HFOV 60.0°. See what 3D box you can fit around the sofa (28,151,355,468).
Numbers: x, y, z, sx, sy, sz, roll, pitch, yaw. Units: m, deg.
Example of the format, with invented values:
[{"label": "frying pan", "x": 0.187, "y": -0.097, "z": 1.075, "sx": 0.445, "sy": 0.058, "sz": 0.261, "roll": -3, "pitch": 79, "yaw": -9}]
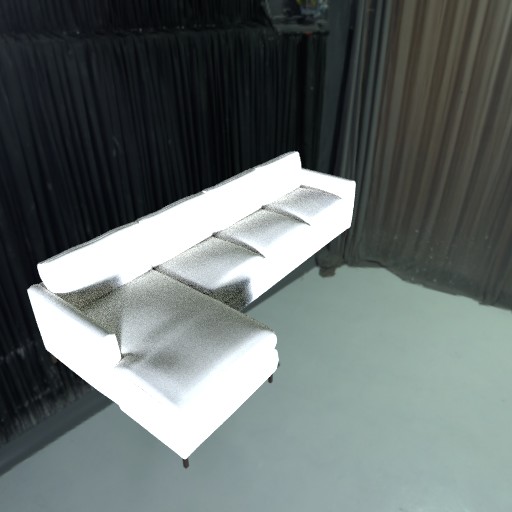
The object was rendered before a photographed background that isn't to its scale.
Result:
[{"label": "sofa", "x": 0.000, "y": 0.000, "z": 3.728, "sx": 1.467, "sy": 0.875, "sz": 3.186, "roll": 21, "pitch": 37, "yaw": 31}]
